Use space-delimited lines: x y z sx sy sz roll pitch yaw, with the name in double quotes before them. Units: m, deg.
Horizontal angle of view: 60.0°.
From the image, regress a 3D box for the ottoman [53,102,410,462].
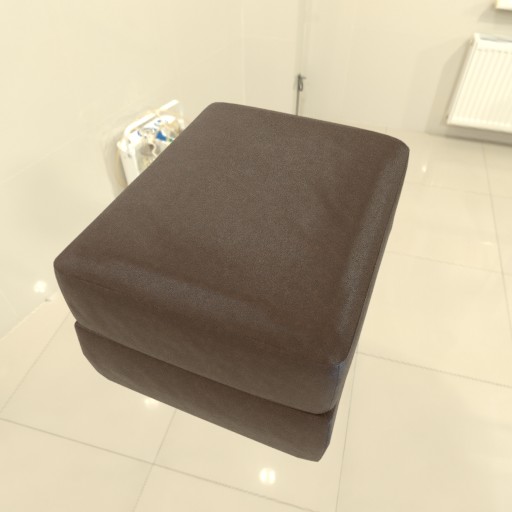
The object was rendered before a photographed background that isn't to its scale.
"ottoman" 0.000 0.000 1.126 0.603 0.476 0.751 16 48 15
